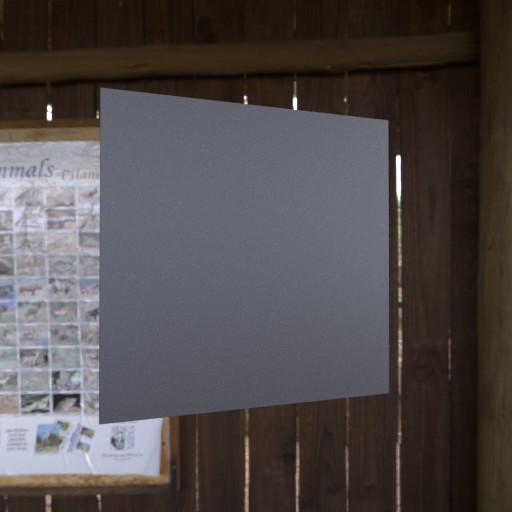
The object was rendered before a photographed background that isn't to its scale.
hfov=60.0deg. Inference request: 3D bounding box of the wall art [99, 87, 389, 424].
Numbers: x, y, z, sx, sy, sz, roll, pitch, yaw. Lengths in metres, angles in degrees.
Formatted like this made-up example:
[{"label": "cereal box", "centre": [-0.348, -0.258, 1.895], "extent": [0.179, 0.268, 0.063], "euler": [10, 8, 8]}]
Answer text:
[{"label": "wall art", "centre": [0.000, 0.000, 0.762], "extent": [0.507, 0.507, 0.038], "euler": [0, -1, -18]}]
